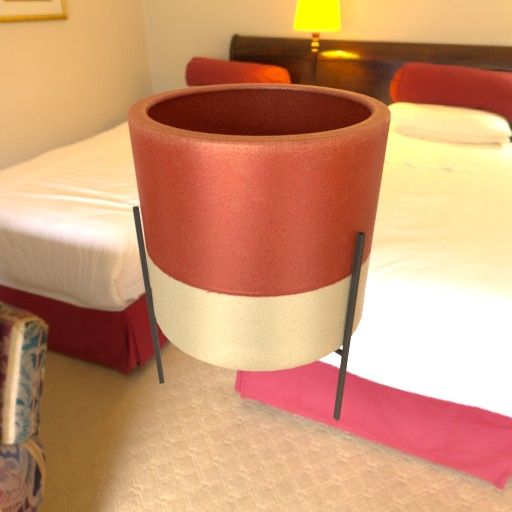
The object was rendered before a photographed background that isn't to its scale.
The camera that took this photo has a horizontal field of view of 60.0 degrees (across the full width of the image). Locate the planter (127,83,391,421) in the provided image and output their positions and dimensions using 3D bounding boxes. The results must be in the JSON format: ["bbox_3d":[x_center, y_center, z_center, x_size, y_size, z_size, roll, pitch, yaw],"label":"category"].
[{"bbox_3d":[0.000,0.000,0.706,0.354,0.465,0.345,-8,31,-13],"label":"planter"}]
